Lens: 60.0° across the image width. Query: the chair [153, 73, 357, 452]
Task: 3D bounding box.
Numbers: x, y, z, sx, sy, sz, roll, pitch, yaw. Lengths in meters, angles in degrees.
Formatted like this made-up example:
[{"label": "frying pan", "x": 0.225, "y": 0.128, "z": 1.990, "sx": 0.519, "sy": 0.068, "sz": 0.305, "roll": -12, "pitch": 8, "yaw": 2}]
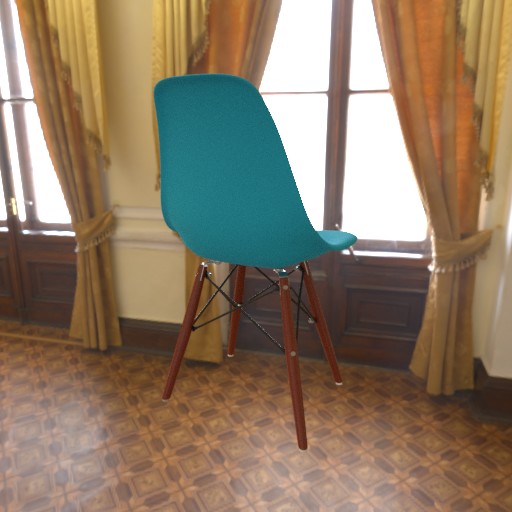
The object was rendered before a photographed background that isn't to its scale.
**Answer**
[{"label": "chair", "x": 0.000, "y": 0.000, "z": 1.161, "sx": 0.470, "sy": 0.826, "sz": 0.533, "roll": 8, "pitch": 17, "yaw": 27}]
